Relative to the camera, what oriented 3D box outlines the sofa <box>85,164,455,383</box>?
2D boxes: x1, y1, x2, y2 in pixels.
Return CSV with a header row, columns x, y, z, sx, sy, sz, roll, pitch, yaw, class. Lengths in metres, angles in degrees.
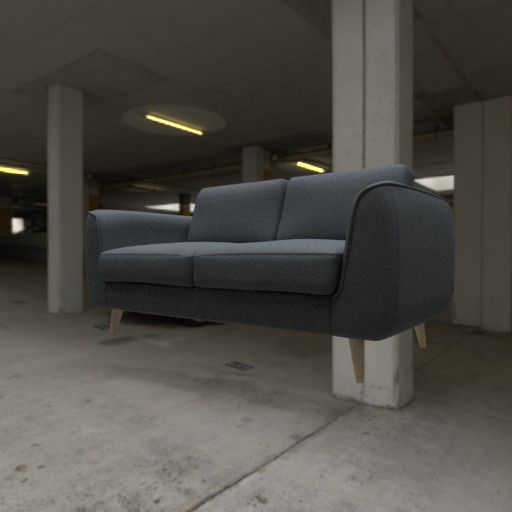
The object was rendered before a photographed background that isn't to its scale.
x,y,z,sx,sy,sz,roll,pitch,yaw,class
0.000,0.000,2.193,1.700,0.850,0.920,0,0,37,sofa
